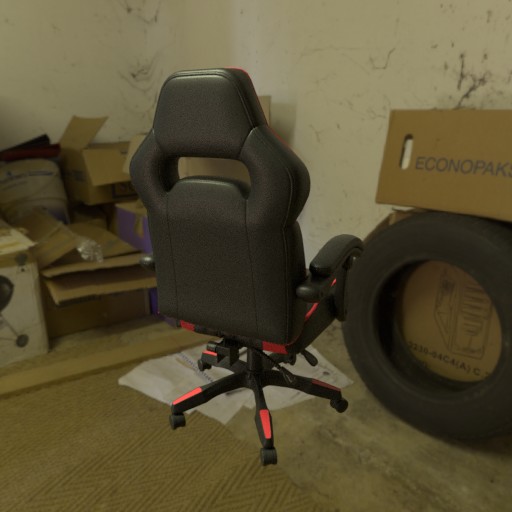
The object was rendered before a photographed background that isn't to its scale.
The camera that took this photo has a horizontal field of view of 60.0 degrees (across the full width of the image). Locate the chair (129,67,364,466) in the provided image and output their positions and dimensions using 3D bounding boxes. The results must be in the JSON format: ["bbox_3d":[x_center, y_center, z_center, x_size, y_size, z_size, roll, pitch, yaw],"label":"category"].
[{"bbox_3d":[0.000,0.000,1.625,0.700,1.220,0.700,9,19,27],"label":"chair"}]
